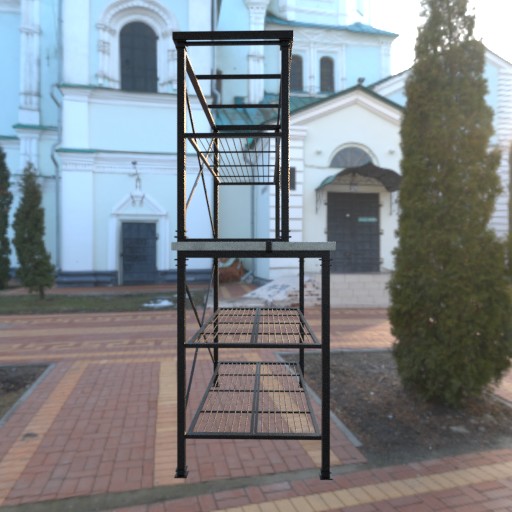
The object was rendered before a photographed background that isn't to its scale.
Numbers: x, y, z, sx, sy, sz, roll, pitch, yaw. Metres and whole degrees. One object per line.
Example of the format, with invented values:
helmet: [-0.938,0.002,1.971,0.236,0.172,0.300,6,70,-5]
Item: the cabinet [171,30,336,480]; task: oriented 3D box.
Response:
cabinet: [0.000,0.000,2.224,0.610,1.659,1.210,0,0,1]
